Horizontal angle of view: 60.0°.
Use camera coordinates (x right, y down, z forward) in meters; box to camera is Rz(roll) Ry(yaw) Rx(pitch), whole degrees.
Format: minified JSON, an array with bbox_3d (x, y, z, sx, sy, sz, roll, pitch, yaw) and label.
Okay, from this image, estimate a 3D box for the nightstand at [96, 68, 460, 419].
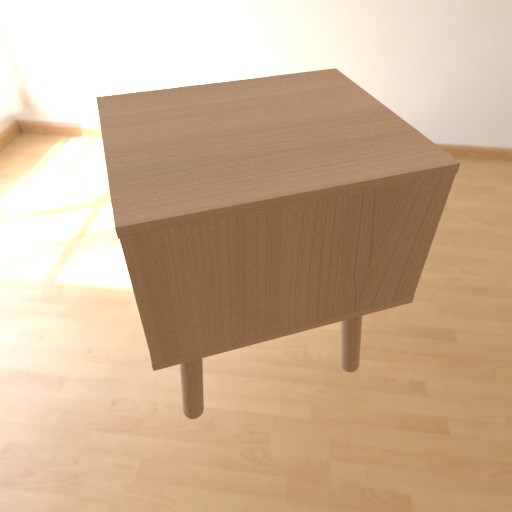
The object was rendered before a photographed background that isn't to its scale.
[{"bbox_3d":[0.000,0.000,0.850,0.450,0.530,0.380,-12,43,-13],"label":"nightstand"}]
